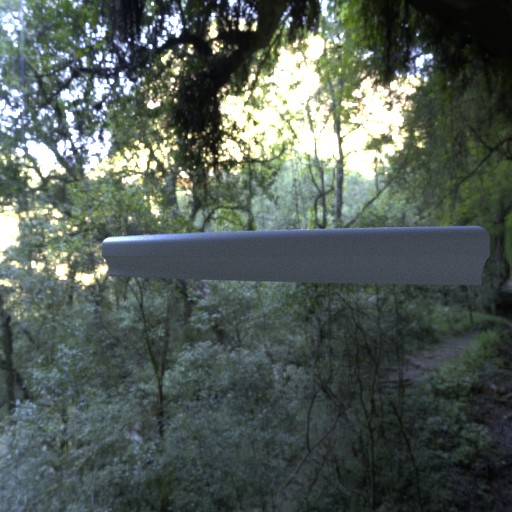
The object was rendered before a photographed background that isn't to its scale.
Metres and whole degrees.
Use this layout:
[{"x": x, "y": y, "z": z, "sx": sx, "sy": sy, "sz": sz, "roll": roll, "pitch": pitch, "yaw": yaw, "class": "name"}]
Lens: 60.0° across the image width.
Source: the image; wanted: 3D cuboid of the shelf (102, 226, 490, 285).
[{"x": 0.000, "y": 0.000, "z": 0.464, "sx": 0.310, "sy": 0.050, "sz": 0.310, "roll": 0, "pitch": 0, "yaw": -18, "class": "shelf"}]
